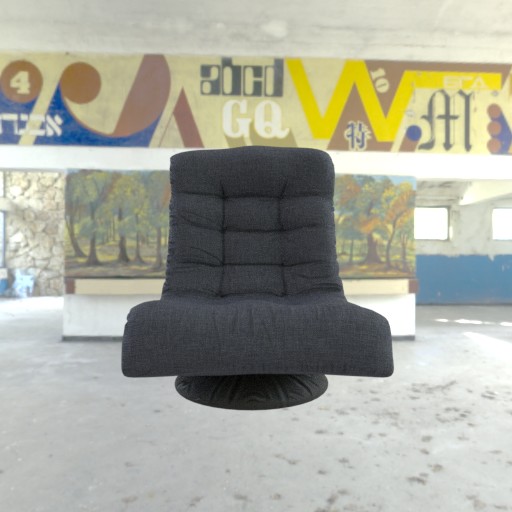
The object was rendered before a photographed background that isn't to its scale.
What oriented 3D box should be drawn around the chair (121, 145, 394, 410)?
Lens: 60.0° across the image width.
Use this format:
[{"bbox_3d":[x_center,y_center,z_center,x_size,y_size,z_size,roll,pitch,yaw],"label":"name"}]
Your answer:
[{"bbox_3d":[0.000,0.000,1.260,0.597,0.749,0.668,0,0,-1],"label":"chair"}]
